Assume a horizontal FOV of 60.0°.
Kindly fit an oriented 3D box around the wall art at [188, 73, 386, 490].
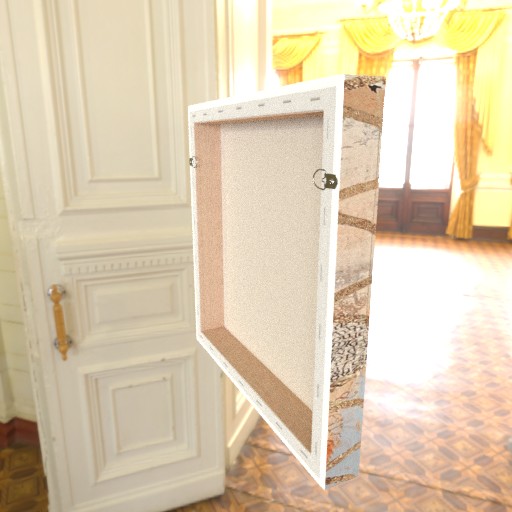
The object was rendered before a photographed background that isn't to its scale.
[{"bbox_3d":[0.000,0.000,0.443,0.036,0.304,0.303,-7,16,-25],"label":"wall art"}]
